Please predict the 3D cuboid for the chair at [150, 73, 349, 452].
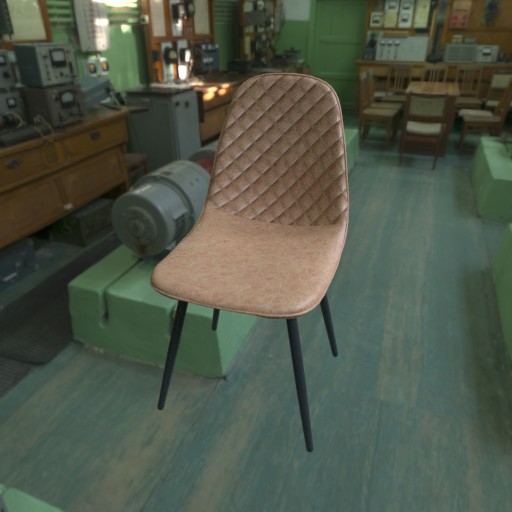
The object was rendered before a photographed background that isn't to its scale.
[{"bbox_3d":[0.000,0.000,1.228,0.472,0.889,0.561,9,30,16],"label":"chair"}]
